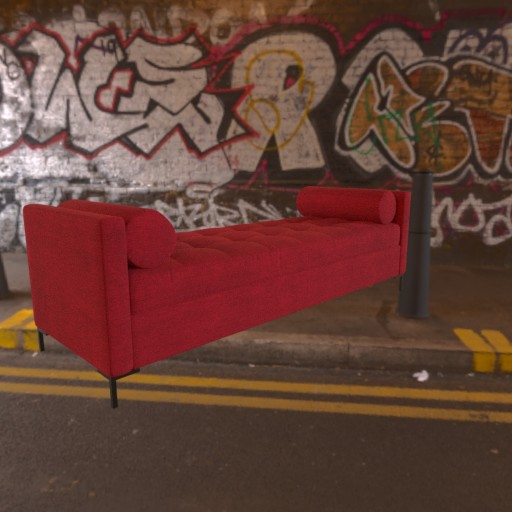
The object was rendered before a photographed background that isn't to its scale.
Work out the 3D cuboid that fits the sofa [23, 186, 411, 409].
[{"bbox_3d":[0.000,0.000,2.284,0.686,0.635,1.981,11,16,44],"label":"sofa"}]
